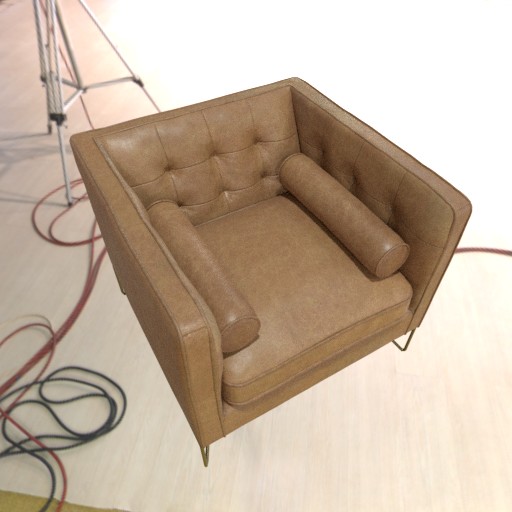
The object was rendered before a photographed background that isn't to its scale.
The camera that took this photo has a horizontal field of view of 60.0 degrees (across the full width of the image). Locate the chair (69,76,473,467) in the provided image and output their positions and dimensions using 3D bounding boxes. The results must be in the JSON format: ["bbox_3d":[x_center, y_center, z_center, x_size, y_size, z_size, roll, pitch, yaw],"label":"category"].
[{"bbox_3d":[0.000,0.000,1.601,0.920,0.797,0.912,-23,50,-20],"label":"chair"}]
